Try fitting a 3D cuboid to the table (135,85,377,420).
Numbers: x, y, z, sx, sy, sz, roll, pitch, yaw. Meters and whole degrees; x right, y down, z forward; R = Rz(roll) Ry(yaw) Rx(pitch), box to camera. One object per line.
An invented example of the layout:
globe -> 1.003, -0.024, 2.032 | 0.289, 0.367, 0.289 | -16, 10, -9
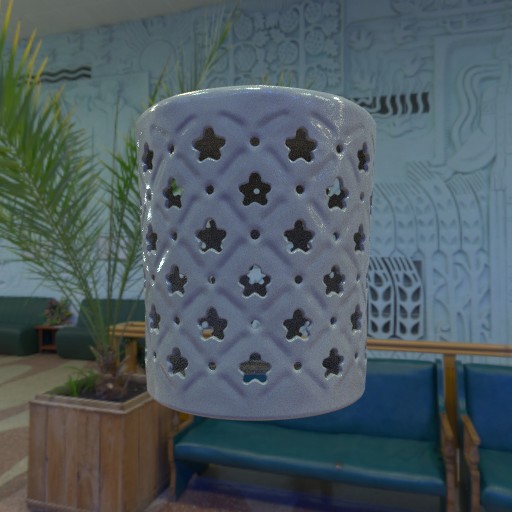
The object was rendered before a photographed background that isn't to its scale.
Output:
table -> 0.000, 0.000, 0.666 | 0.352, 0.387, 0.352 | 0, -1, 0
